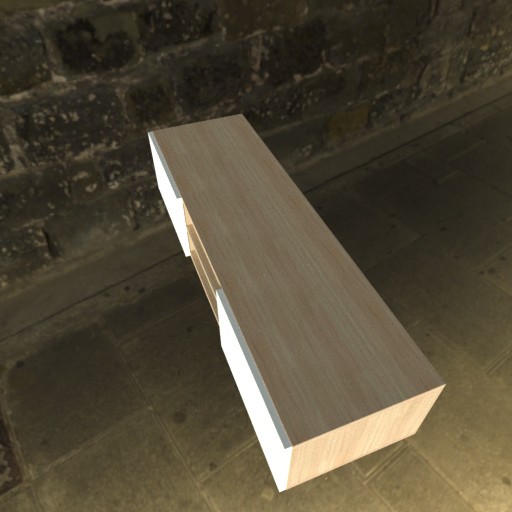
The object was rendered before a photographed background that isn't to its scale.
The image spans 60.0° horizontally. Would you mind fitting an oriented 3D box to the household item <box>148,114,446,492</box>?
[{"bbox_3d":[0.000,0.000,1.564,0.420,0.310,1.400,-16,48,-15],"label":"household item"}]
